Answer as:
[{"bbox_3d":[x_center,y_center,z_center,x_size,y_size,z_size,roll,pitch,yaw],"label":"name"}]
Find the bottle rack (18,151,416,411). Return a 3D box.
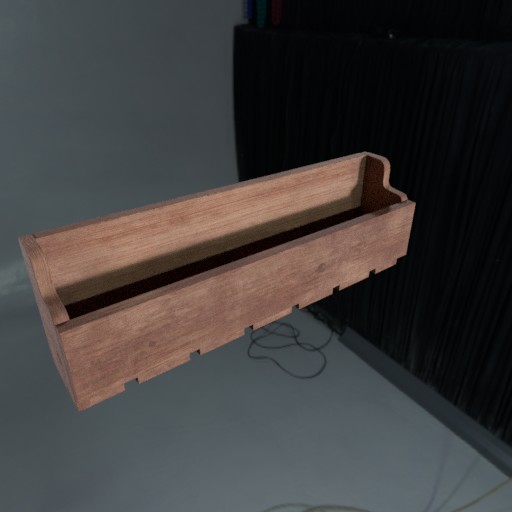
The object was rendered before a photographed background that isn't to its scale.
[{"bbox_3d":[0.000,0.000,0.685,0.608,0.196,0.126,-20,35,-31],"label":"bottle rack"}]
